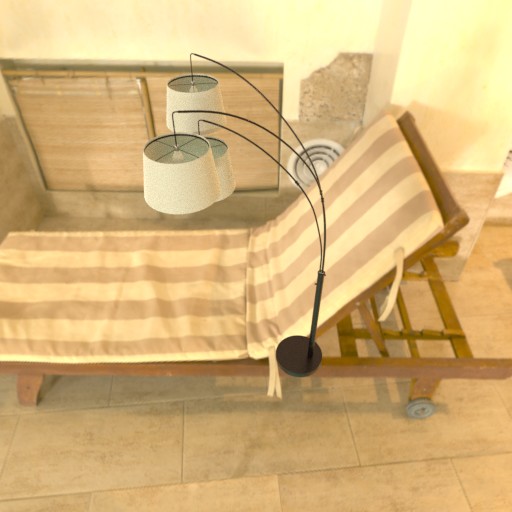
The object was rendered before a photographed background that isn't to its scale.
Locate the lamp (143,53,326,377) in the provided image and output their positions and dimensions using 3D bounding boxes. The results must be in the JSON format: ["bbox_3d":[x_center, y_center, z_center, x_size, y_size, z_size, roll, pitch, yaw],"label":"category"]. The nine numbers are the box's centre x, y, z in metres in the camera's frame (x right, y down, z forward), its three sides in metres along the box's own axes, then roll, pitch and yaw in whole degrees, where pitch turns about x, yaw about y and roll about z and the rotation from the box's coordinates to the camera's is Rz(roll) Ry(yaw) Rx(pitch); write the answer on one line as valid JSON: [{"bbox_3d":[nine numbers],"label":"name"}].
[{"bbox_3d":[0.000,0.000,2.468,0.924,1.950,0.951,0,42,0],"label":"lamp"}]
